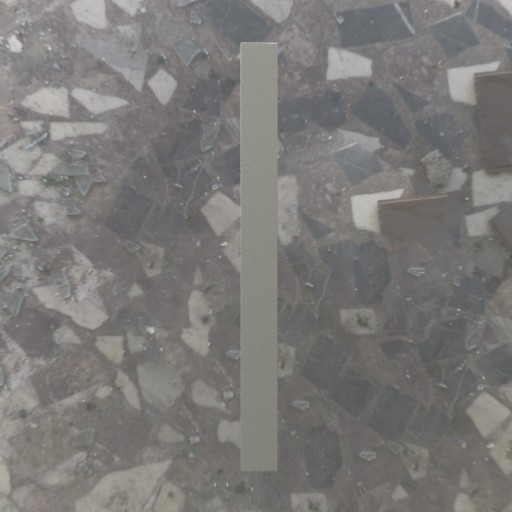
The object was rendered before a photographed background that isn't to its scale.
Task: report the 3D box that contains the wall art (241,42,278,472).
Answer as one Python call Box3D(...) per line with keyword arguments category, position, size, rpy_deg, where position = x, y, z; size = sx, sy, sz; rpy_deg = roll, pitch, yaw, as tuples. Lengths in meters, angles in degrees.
Box3D(category="wall art", position=(0.000, 0.000, 0.736), size=(0.039, 0.553, 0.445), rpy_deg=(0, 90, -1))
